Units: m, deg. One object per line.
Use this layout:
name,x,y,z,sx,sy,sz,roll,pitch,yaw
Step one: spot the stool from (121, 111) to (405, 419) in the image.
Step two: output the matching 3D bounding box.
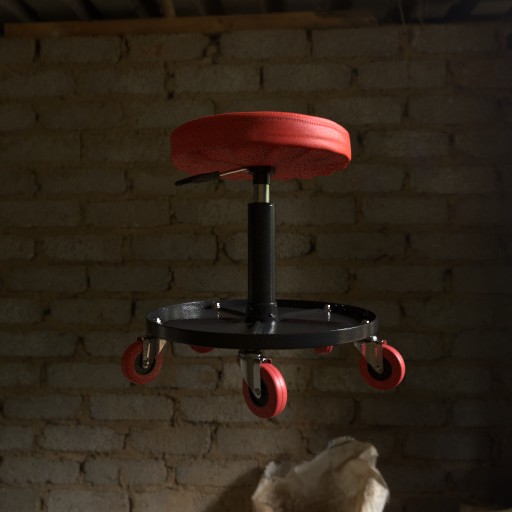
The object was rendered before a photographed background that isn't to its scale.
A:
stool,0.000,0.000,0.682,0.382,0.365,0.381,-1,1,-35
